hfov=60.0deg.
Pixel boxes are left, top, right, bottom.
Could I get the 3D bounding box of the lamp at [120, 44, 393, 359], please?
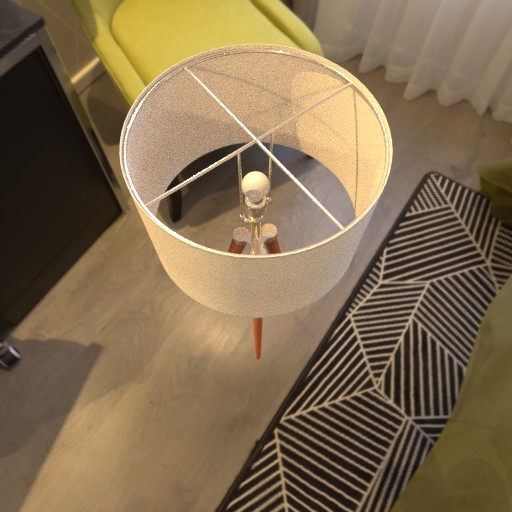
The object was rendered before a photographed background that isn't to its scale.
[{"bbox_3d":[0.000,0.000,0.898,0.355,0.709,0.354,3,64,1],"label":"lamp"}]
